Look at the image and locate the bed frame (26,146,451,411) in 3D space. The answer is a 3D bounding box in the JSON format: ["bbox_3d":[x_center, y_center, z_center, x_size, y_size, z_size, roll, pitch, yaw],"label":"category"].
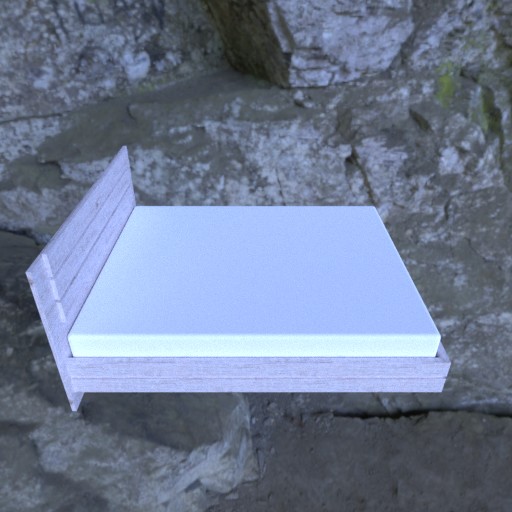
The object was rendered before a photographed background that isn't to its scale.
[{"bbox_3d":[0.000,0.000,2.989,2.080,0.970,1.750,0,32,0],"label":"bed frame"}]
